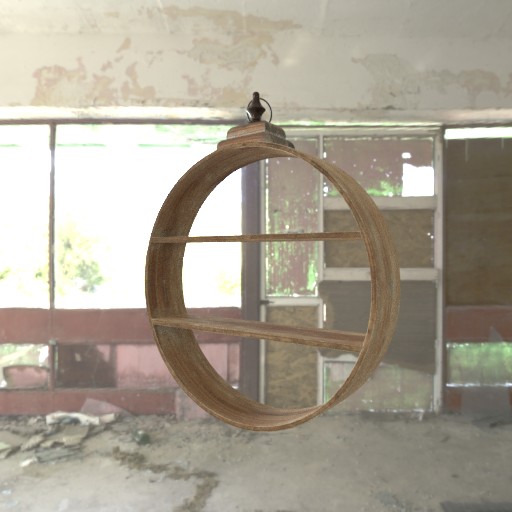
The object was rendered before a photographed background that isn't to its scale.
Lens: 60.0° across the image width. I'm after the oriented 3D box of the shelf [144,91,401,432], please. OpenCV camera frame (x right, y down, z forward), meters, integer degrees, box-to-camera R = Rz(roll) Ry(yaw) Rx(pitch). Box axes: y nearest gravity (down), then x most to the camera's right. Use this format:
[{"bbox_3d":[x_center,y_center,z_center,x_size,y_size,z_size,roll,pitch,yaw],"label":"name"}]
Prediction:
[{"bbox_3d":[0.000,0.000,0.983,0.601,0.725,0.125,0,1,36],"label":"shelf"}]
